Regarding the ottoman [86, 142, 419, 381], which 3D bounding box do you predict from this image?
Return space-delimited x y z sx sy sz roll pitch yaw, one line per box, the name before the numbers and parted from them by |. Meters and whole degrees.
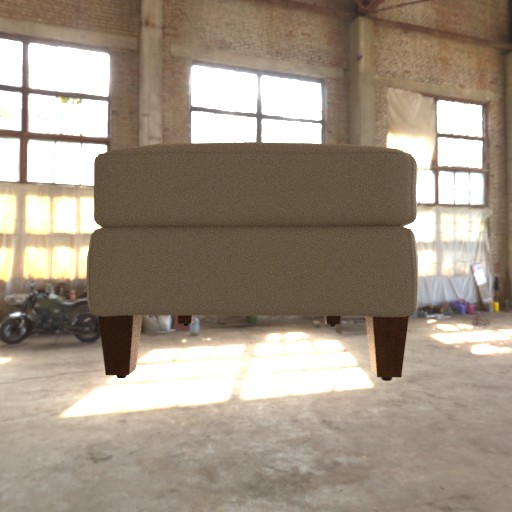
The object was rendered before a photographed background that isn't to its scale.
ottoman | 0.000 0.000 1.213 0.634 0.485 0.818 0 -1 1
